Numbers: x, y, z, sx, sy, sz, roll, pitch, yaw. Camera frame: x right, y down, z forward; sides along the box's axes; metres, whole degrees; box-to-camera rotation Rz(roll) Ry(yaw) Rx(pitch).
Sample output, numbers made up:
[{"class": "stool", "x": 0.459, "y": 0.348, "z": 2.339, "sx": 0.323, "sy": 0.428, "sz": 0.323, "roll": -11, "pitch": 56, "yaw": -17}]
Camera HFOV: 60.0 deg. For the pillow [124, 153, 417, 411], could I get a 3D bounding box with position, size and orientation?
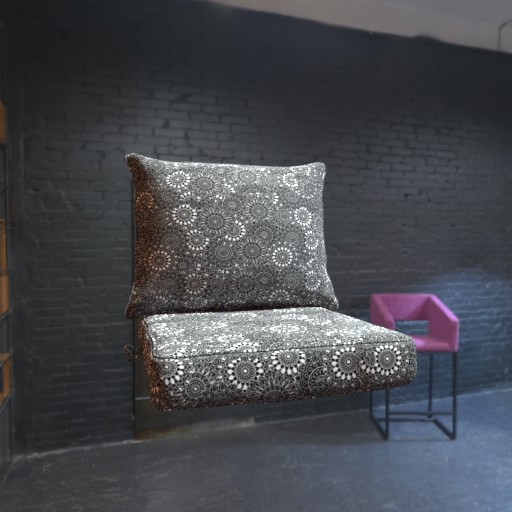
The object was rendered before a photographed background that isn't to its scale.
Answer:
[{"class": "pillow", "x": 0.000, "y": 0.000, "z": 1.395, "sx": 0.798, "sy": 0.722, "sz": 0.740, "roll": -1, "pitch": 2, "yaw": -17}]
